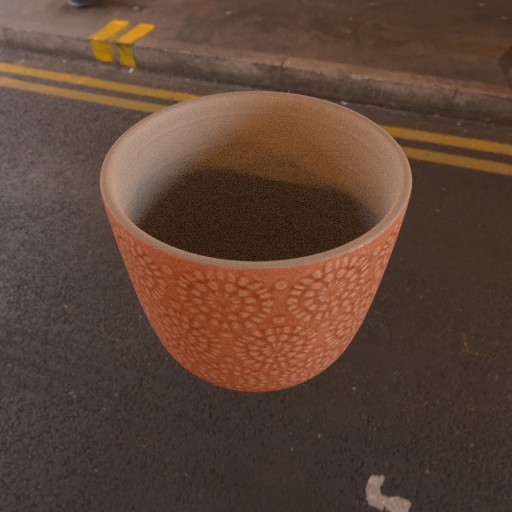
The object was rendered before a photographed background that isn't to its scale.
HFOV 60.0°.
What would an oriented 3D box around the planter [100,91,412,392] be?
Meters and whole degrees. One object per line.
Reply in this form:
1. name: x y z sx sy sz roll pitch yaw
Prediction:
1. planter: 0.000 0.000 0.369 0.208 0.190 0.208 0 45 0
